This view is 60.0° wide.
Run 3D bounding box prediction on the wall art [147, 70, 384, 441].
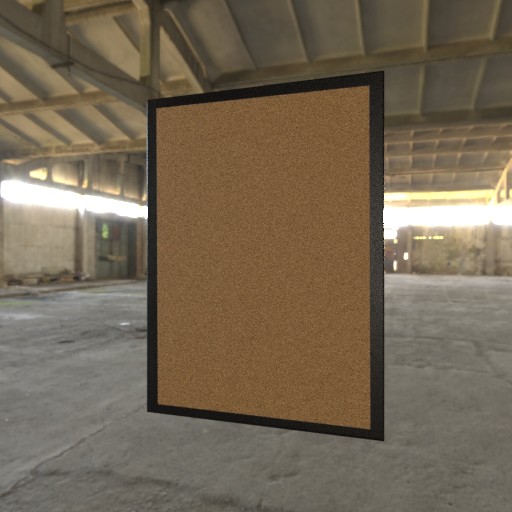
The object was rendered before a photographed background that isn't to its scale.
[{"bbox_3d":[0.000,0.000,1.271,0.707,0.967,0.013,0,0,18],"label":"wall art"}]
